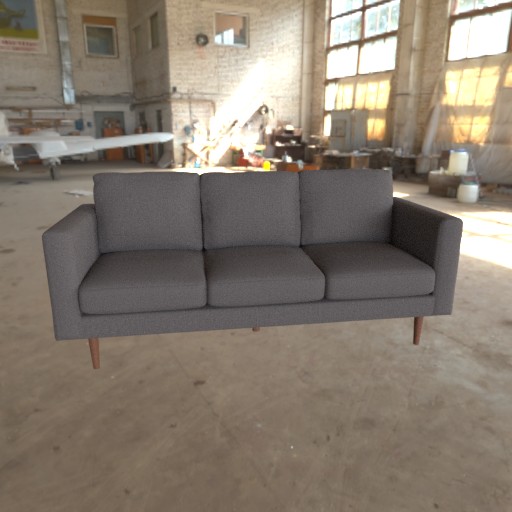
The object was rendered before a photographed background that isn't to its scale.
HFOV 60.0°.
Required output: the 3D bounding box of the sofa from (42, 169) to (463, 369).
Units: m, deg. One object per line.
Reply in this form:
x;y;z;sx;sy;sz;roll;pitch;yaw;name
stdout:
0.000;0.000;2.501;2.029;0.912;0.802;-2;16;-8;sofa
